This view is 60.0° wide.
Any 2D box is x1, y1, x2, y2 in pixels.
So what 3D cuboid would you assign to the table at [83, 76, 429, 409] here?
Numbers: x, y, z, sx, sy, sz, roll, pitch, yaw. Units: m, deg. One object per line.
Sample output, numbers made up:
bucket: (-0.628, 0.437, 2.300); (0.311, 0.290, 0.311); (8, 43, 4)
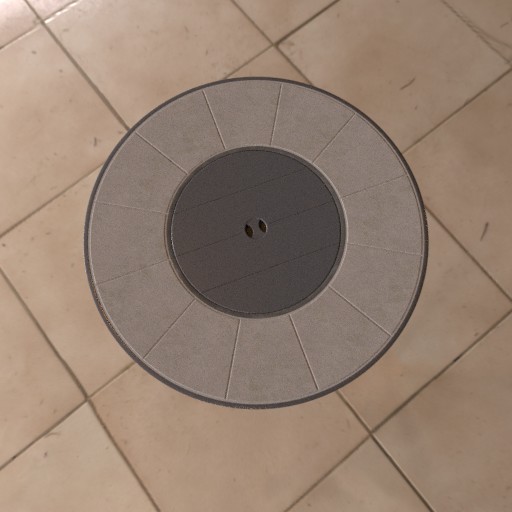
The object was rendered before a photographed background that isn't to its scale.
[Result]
table: (0.000, 0.000, 1.494); (0.914, 0.650, 0.914); (0, 77, 0)
